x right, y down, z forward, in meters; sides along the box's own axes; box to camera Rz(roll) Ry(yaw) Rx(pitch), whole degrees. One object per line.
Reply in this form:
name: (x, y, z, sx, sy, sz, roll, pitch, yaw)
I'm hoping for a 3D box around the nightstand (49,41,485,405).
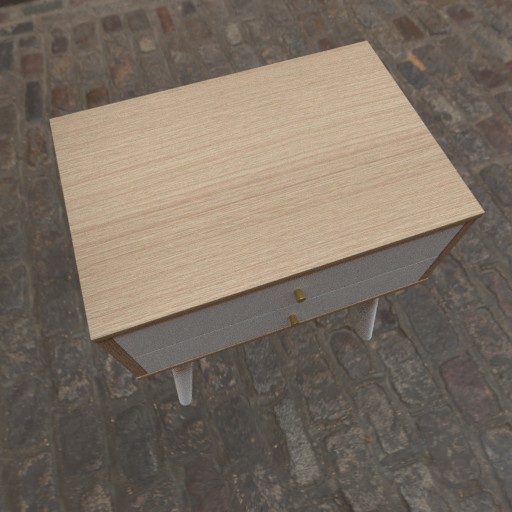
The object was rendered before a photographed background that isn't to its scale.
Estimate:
nightstand: (0.000, 0.000, 0.951, 0.571, 0.610, 0.407, -17, 65, -9)
